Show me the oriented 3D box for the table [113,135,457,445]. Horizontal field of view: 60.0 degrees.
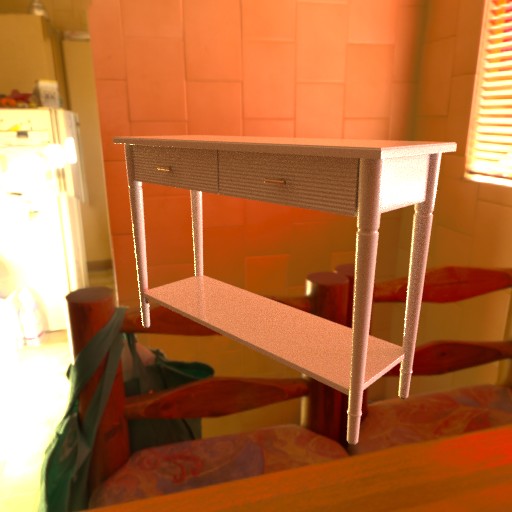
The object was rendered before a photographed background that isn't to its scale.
[{"bbox_3d":[0.000,0.000,1.469,1.067,0.749,0.381,16,23,42],"label":"table"}]
